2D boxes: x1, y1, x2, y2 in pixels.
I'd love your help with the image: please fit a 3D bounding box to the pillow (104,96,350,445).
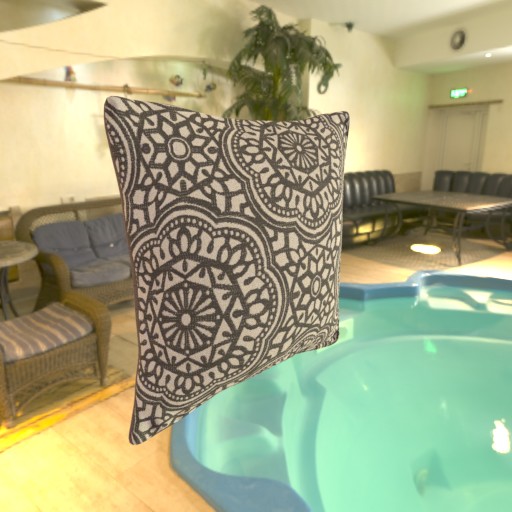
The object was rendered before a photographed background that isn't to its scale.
[{"bbox_3d":[0.000,0.000,0.646,0.436,0.417,0.148,-14,20,-42],"label":"pillow"}]
